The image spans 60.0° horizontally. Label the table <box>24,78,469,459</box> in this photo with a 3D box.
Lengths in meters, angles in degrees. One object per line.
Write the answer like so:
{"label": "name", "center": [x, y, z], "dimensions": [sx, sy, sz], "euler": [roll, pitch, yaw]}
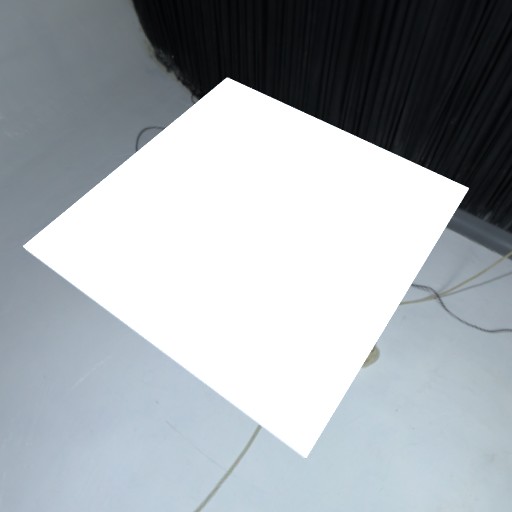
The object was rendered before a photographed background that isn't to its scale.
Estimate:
{"label": "table", "center": [0.000, 0.000, 1.062], "dimensions": [0.670, 0.305, 0.670], "euler": [31, 62, 18]}
